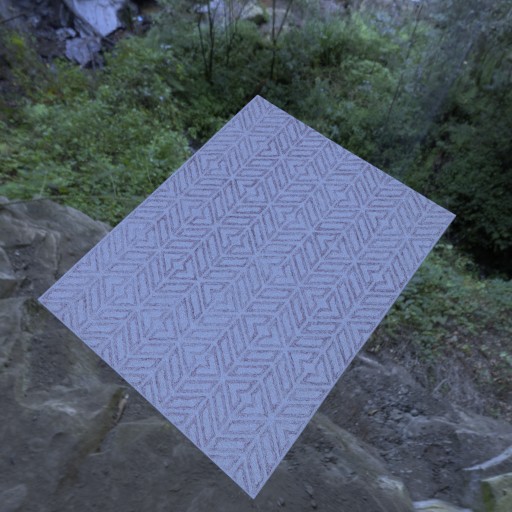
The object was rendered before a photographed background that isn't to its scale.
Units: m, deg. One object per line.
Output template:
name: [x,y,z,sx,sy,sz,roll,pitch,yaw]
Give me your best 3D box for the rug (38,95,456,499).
rug: [0.000,0.000,4.024,2.421,0.008,3.045,36,70,15]
